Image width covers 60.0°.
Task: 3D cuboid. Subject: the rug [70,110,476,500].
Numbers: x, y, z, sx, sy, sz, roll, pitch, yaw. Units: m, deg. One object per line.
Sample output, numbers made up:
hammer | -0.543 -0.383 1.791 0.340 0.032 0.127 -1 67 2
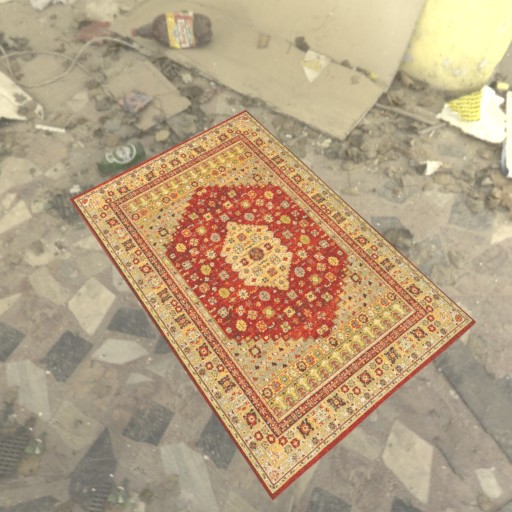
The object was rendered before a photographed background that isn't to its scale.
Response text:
rug | 0.000 0.000 2.231 1.194 0.013 1.802 -33 64 -18
